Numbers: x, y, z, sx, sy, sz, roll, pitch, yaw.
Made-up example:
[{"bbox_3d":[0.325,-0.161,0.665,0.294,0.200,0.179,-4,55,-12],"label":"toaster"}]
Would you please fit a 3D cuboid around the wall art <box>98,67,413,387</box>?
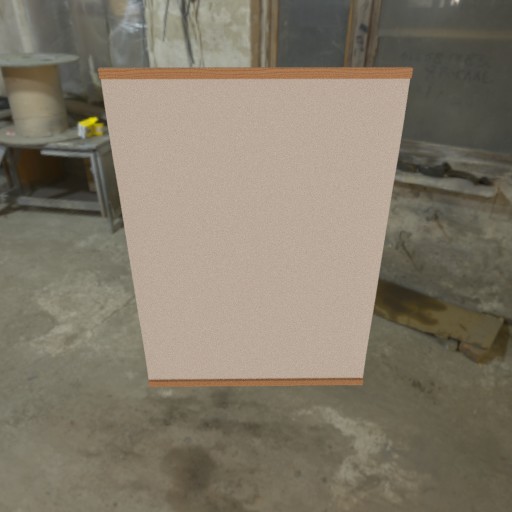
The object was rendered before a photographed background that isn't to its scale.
[{"bbox_3d":[0.000,0.000,1.294,0.739,1.016,0.020,0,29,-1],"label":"wall art"}]
